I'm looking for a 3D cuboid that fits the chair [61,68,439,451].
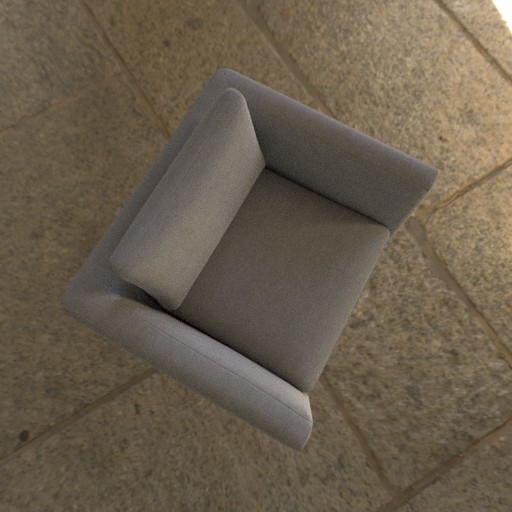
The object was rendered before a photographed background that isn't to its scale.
[{"bbox_3d":[0.000,0.000,1.697,0.889,0.864,1.041,28,77,7],"label":"chair"}]
